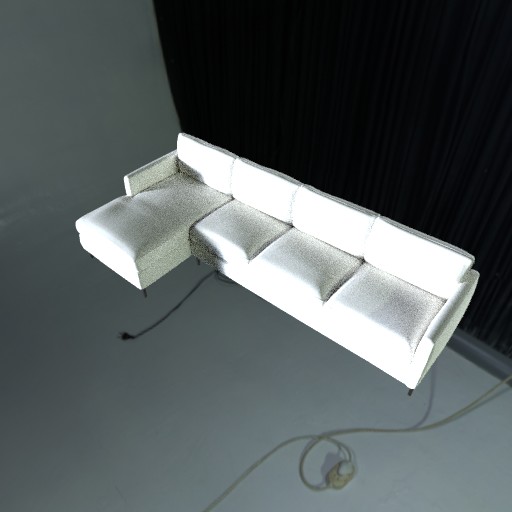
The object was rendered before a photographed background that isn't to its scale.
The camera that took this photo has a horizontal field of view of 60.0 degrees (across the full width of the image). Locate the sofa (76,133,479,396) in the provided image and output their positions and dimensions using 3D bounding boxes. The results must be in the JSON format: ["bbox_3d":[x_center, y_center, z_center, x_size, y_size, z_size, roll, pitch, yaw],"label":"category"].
[{"bbox_3d":[0.000,0.000,3.748,3.186,0.875,1.467,29,49,28],"label":"sofa"}]
